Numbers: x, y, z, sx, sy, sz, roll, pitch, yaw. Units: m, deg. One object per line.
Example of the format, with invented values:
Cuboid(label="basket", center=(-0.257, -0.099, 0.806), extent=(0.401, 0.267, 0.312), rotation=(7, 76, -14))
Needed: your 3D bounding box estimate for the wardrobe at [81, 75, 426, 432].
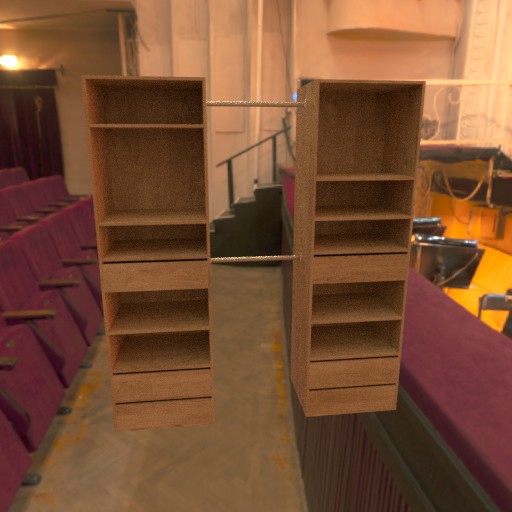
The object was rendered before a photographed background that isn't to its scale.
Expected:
Cuboid(label="wardrobe", center=(0.000, 0.000, 2.745), extent=(1.770, 2.000, 0.480), rotation=(-2, 15, -7))
